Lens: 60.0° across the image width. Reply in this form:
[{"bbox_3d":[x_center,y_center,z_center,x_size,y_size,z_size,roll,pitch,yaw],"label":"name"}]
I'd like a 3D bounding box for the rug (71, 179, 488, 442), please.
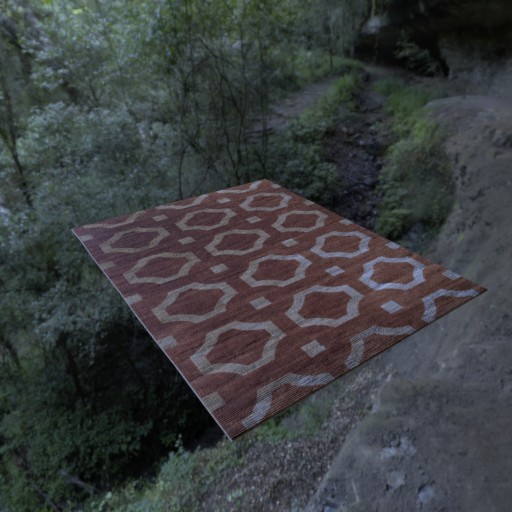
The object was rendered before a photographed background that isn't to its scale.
[{"bbox_3d":[0.000,0.000,4.054,2.466,0.021,3.049,-20,36,-30],"label":"rug"}]
